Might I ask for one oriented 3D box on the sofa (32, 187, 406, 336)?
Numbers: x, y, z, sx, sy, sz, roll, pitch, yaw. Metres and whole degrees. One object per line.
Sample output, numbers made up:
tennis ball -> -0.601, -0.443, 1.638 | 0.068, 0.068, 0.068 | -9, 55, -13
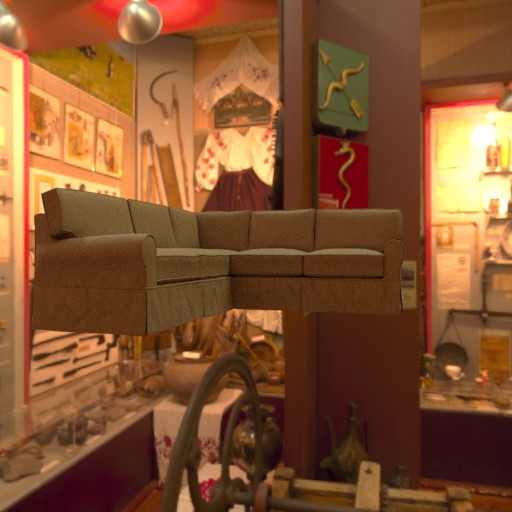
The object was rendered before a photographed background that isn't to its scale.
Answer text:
sofa -> 0.000, 0.000, 4.040 | 2.623, 1.081, 2.618 | 0, 0, 17
